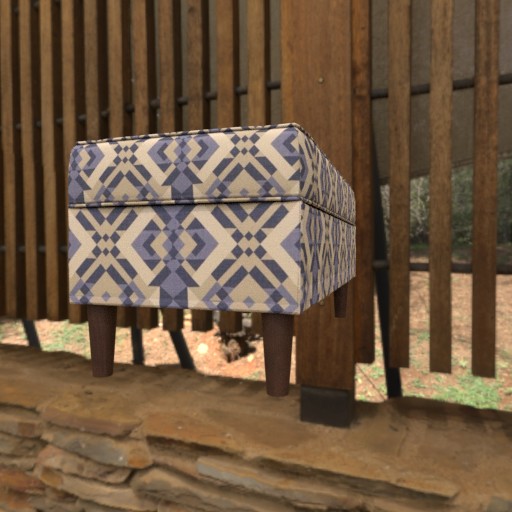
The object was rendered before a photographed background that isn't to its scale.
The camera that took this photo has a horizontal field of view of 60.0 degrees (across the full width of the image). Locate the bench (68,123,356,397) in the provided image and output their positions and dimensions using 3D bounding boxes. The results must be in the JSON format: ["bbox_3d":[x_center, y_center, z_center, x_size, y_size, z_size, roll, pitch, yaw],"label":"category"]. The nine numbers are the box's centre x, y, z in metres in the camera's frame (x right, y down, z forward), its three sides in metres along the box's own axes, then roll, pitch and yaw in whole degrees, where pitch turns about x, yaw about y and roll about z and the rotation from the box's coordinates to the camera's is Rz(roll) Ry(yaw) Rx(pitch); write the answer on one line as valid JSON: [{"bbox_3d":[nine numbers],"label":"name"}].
[{"bbox_3d":[0.000,0.000,1.289,0.492,0.477,1.016,0,1,18],"label":"bench"}]
